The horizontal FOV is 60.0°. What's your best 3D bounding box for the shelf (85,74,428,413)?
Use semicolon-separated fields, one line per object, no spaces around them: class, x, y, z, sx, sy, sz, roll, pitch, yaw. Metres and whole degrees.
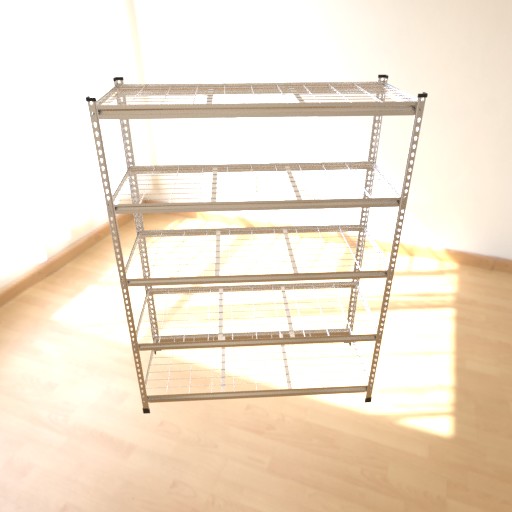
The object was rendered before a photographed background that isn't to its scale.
shelf;0.000;0.000;2.715;1.524;1.981;0.610;-2;30;-3
